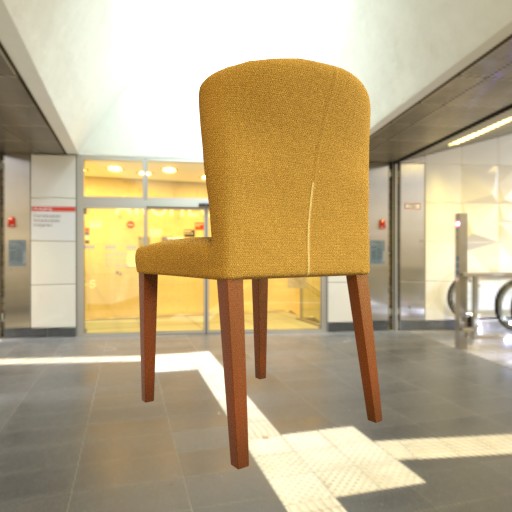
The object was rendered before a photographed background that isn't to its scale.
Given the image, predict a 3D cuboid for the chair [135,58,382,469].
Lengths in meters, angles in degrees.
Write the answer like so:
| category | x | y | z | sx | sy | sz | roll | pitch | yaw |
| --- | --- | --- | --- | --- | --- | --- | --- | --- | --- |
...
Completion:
| category | x | y | z | sx | sy | sz | roll | pitch | yaw |
| --- | --- | --- | --- | --- | --- | --- | --- | --- | --- |
| chair | 0.000 | 0.000 | 1.197 | 0.491 | 0.839 | 0.589 | 0 | 0 | -36 |
